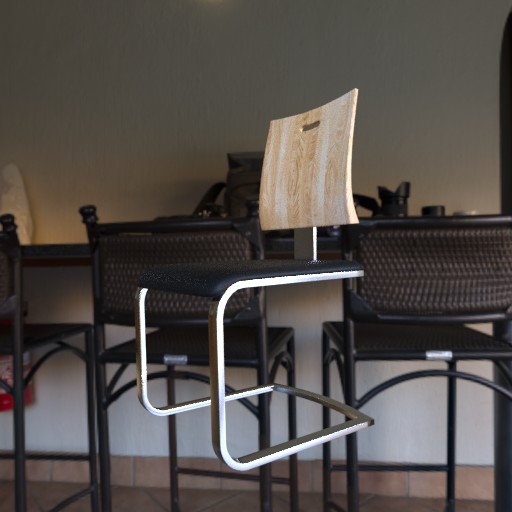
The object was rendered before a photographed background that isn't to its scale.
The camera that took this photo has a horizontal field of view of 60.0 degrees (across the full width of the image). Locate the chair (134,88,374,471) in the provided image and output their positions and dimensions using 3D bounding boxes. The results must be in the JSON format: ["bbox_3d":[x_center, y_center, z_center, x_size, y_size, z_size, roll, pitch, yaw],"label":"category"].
[{"bbox_3d":[0.000,0.000,1.261,0.560,0.936,0.462,0,0,-37],"label":"chair"}]
